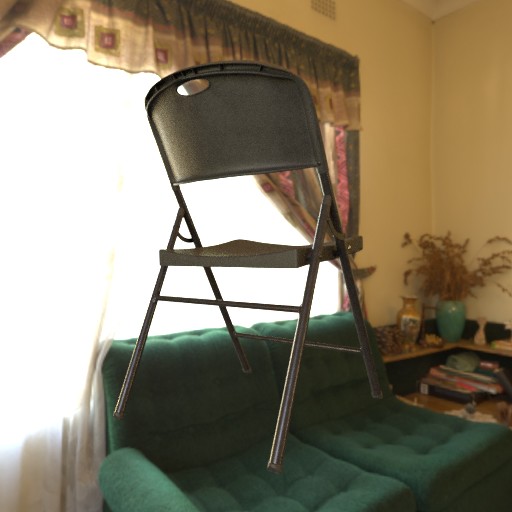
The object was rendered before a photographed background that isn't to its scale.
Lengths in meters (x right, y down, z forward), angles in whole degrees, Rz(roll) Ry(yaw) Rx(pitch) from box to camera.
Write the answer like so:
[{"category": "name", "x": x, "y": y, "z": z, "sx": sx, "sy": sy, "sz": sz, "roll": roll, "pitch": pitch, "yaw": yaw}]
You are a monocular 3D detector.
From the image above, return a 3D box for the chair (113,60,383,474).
[{"category": "chair", "x": 0.000, "y": 0.000, "z": 1.176, "sx": 0.494, "sy": 0.810, "sz": 0.566, "roll": 0, "pitch": 0, "yaw": 36}]
